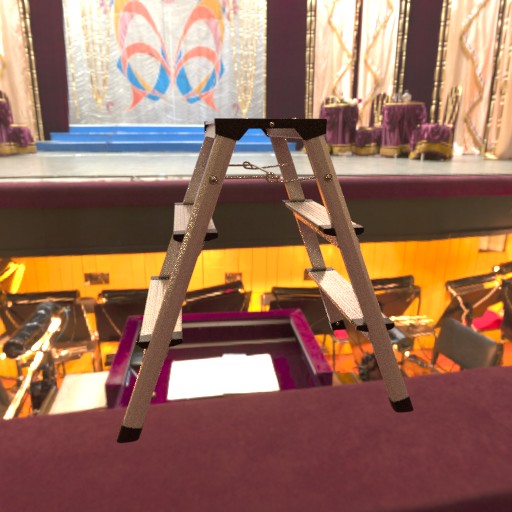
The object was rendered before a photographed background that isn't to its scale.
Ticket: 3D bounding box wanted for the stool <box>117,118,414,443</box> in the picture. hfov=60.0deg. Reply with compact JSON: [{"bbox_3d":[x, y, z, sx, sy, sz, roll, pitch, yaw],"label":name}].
[{"bbox_3d":[0.000,0.000,1.031,0.622,0.605,0.437,-3,16,-9],"label":"stool"}]
